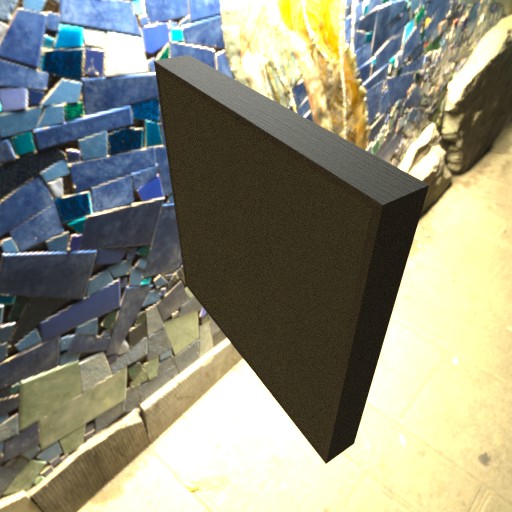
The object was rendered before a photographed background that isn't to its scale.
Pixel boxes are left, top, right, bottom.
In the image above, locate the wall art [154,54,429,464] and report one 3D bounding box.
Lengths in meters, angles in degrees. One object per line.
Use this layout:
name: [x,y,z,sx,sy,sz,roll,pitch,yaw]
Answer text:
wall art: [0.000,0.000,0.442,0.038,0.303,0.304,-23,45,-25]
